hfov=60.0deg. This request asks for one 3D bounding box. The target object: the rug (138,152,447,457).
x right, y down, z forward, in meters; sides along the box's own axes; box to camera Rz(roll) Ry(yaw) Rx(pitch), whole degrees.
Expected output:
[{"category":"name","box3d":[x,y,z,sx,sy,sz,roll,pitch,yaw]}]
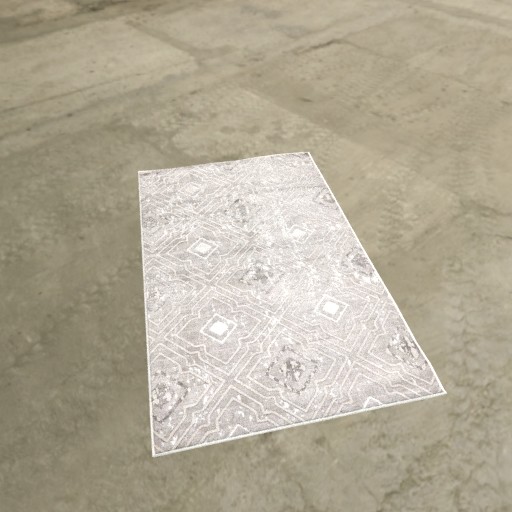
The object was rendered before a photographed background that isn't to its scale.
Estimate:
[{"category":"rug","box3d":[0.000,0.000,3.061,1.537,0.036,2.447,-9,45,-9]}]
